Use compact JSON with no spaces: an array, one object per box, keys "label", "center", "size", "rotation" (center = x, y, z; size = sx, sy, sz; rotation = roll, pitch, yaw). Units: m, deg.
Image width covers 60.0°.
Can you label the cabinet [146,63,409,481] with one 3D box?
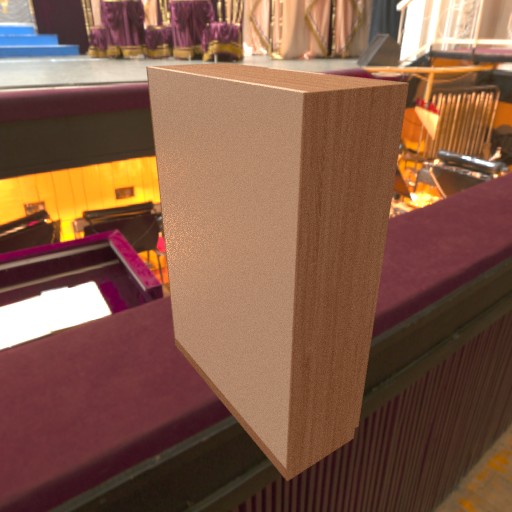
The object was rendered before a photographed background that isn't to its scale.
[{"label":"cabinet","center":[0.000,0.000,2.770],"size":[0.590,2.120,1.500],"rotation":[-17,32,-30]}]
